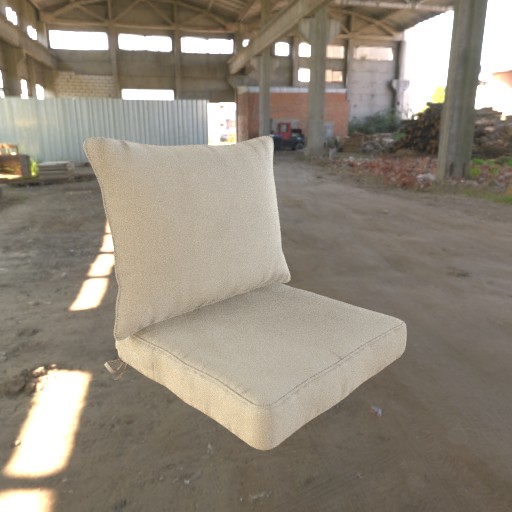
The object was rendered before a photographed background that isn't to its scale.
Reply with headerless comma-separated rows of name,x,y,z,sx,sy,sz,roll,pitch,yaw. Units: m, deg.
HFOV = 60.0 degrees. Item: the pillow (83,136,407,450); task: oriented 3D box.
pillow,0.000,0.000,1.372,0.733,0.716,0.798,14,21,42
